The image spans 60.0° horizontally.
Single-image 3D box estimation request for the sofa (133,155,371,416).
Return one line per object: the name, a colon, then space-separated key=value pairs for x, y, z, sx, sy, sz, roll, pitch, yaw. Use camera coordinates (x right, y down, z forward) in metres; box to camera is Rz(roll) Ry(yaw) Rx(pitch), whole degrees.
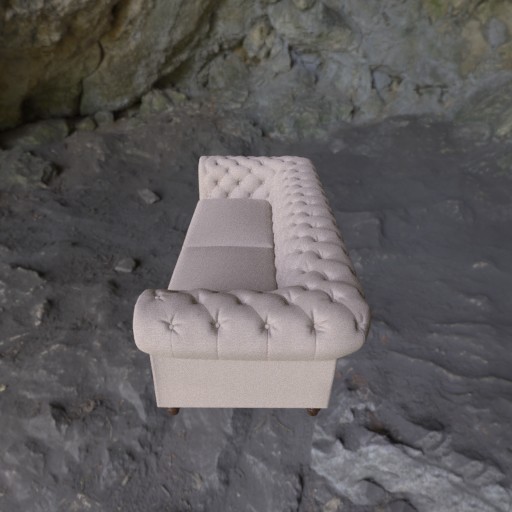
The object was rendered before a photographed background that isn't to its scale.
sofa: x=0.000 y=0.000 z=3.177 sx=1.076 sy=0.847 sz=2.694 roll=0 pitch=28 yaw=0
